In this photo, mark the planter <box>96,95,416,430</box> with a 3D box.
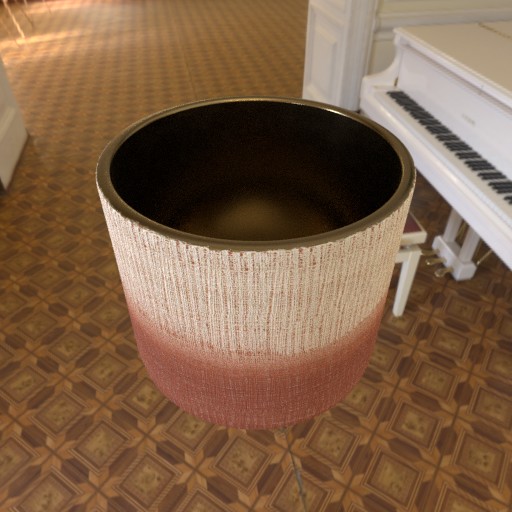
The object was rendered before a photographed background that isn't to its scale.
[{"bbox_3d":[0.000,0.000,0.427,0.254,0.221,0.254,0,40,0],"label":"planter"}]
